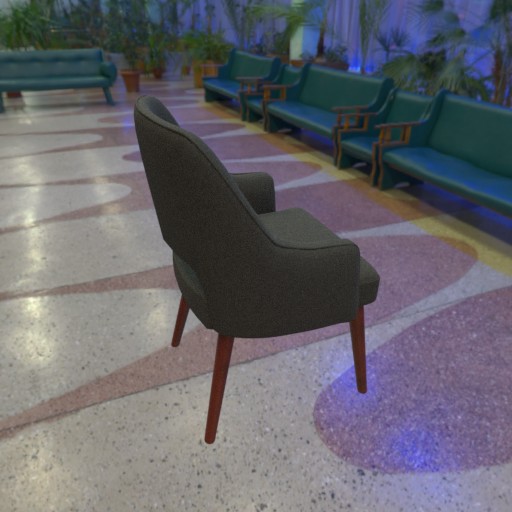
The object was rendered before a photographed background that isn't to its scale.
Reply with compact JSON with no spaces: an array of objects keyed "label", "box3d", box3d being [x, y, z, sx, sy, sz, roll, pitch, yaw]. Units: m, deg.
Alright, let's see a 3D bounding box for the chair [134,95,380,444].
[{"label":"chair","box3d":[0.000,0.000,1.235,0.560,0.838,0.559,-11,32,-19]}]
